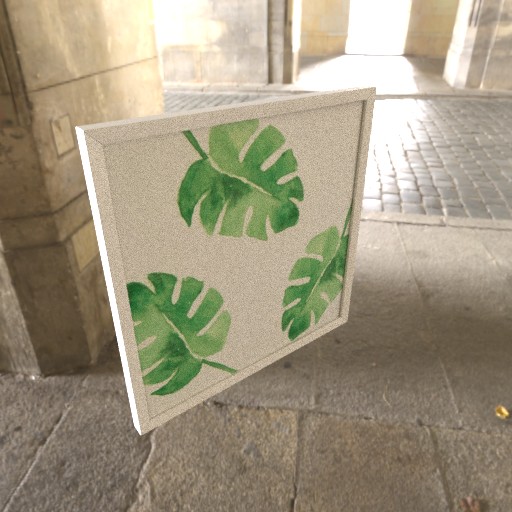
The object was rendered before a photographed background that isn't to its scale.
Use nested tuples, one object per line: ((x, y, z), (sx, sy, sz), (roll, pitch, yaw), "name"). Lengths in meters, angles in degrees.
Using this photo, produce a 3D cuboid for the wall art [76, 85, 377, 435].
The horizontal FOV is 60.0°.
((0.000, 0.000, 1.146), (0.762, 0.762, 0.040), (-21, 35, -32), "wall art")
